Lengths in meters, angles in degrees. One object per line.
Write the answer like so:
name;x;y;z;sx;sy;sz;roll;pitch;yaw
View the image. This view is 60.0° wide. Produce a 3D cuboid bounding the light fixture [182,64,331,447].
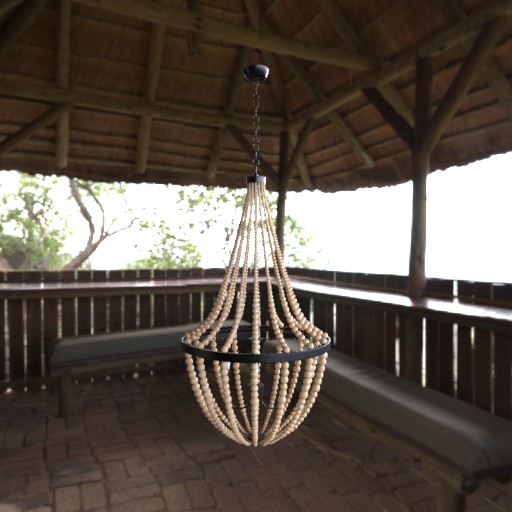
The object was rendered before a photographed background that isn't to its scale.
light fixture;0.000;0.000;1.355;0.450;1.133;0.450;0;1;0
